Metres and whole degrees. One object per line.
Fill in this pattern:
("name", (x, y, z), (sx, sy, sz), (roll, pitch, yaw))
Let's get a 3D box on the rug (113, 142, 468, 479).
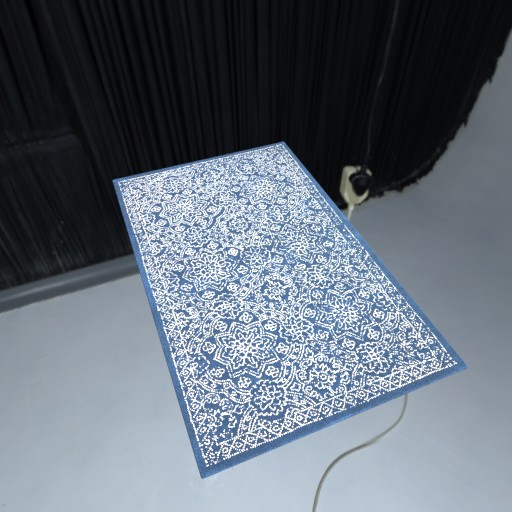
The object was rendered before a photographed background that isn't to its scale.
("rug", (0.000, 0.000, 3.013), (1.526, 0.015, 2.441), (-16, 49, -15))
